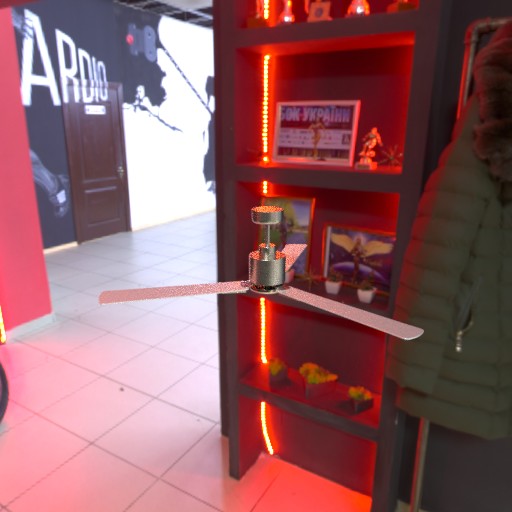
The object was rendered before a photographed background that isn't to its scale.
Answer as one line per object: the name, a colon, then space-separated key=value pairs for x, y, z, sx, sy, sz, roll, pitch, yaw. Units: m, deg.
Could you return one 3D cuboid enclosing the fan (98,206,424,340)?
fan: x=0.000 y=0.000 z=2.305 sx=1.531 sy=0.446 sz=1.561 roll=-8 pitch=18 yaw=-26
